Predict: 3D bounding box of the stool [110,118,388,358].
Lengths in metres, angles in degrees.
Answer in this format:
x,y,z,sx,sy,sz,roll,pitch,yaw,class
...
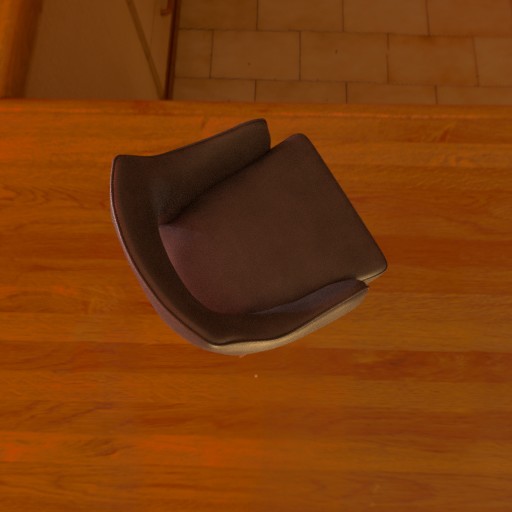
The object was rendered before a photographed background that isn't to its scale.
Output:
x,y,z,sx,sy,sz,roll,pitch,yaw,class
0.000,0.000,1.302,0.560,0.936,0.550,-28,77,-7,stool
